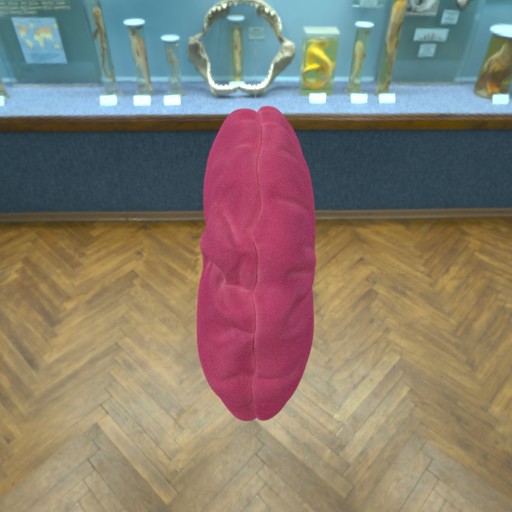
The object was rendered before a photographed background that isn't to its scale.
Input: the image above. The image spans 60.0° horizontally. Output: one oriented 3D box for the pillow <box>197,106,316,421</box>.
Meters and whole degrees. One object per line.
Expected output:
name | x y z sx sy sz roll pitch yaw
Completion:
pillow | 0.000 0.000 0.640 0.148 0.407 0.428 0 43 0
